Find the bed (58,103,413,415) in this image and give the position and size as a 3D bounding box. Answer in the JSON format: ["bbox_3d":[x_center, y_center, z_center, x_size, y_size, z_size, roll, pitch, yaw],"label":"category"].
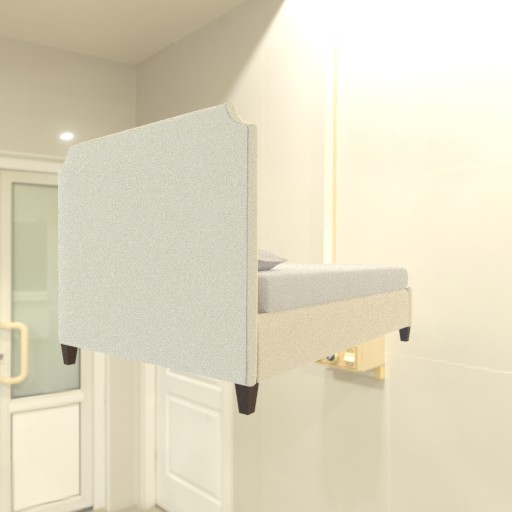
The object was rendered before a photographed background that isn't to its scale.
[{"bbox_3d":[0.000,0.000,3.475,1.712,1.497,2.372,0,0,37],"label":"bed"}]
